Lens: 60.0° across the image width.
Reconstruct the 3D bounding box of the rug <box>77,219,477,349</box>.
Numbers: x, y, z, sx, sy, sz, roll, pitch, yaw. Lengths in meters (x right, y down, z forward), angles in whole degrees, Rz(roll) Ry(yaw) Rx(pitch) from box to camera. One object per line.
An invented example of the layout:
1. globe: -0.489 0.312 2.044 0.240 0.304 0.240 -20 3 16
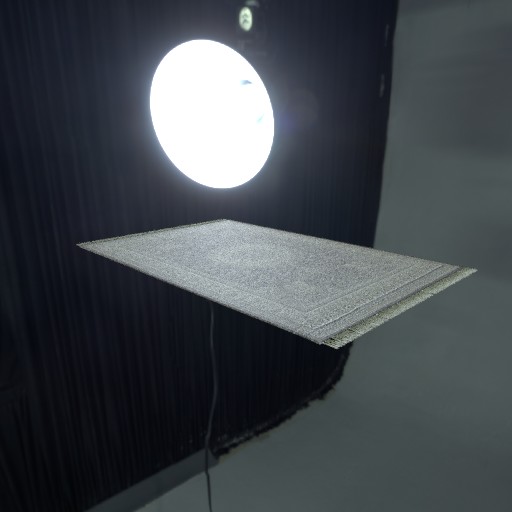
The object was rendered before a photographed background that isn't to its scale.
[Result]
1. rug: 0.000 0.000 3.108 1.528 0.010 2.440 -15 21 -43
